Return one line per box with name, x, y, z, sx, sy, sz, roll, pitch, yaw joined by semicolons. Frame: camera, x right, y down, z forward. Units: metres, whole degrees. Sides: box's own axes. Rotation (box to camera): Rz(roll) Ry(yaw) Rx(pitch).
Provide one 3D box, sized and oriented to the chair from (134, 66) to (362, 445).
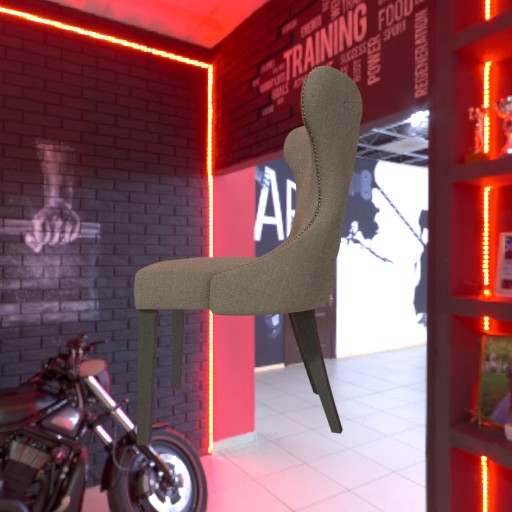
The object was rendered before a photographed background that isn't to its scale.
chair;0.000;0.000;1.393;0.635;0.967;0.628;0;0;-1
